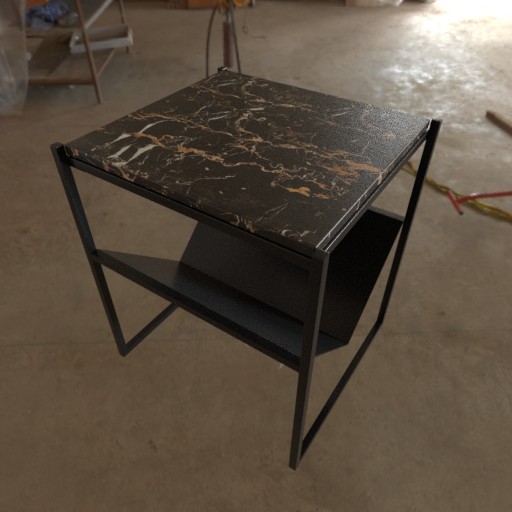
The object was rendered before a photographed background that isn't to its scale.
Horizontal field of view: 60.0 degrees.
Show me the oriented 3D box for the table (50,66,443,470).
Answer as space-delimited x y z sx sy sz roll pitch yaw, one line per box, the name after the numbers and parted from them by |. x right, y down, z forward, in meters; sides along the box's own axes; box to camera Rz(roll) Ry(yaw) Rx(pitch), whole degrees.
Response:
0.000 0.000 0.886 0.469 0.534 0.432 24 47 25 | table
